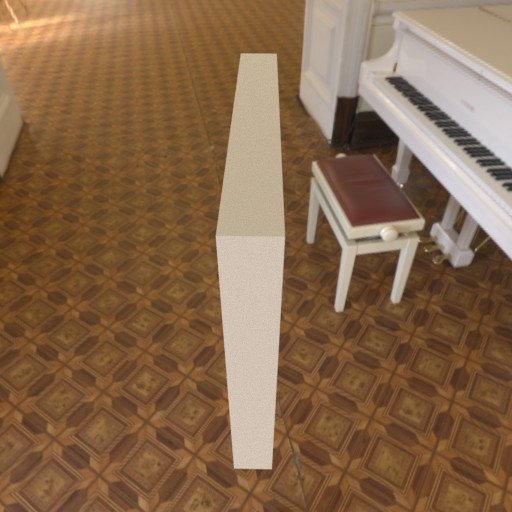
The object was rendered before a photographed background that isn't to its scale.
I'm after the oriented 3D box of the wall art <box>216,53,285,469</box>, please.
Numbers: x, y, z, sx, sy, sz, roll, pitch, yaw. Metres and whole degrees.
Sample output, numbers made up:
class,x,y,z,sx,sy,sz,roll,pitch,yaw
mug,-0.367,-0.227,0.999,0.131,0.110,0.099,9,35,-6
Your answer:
class,x,y,z,sx,sy,sz,roll,pitch,yaw
wall art,0.000,0.000,0.460,0.038,0.304,0.305,1,42,1
